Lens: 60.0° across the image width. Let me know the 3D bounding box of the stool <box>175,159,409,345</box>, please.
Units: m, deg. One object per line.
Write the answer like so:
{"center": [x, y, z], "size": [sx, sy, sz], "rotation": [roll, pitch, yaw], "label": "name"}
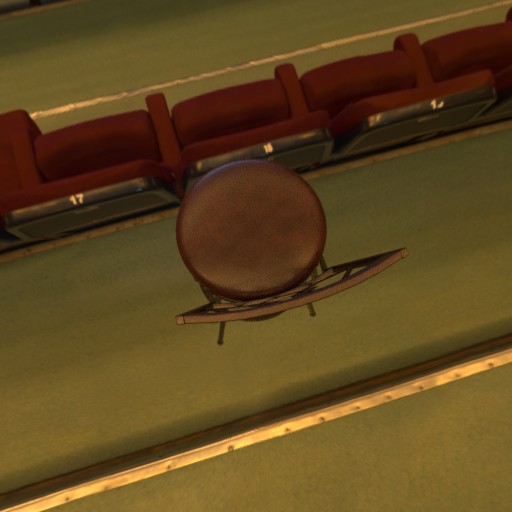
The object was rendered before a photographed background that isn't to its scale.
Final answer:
{"center": [0.000, 0.000, 1.354], "size": [0.432, 1.134, 0.521], "rotation": [-16, 75, -5], "label": "stool"}
